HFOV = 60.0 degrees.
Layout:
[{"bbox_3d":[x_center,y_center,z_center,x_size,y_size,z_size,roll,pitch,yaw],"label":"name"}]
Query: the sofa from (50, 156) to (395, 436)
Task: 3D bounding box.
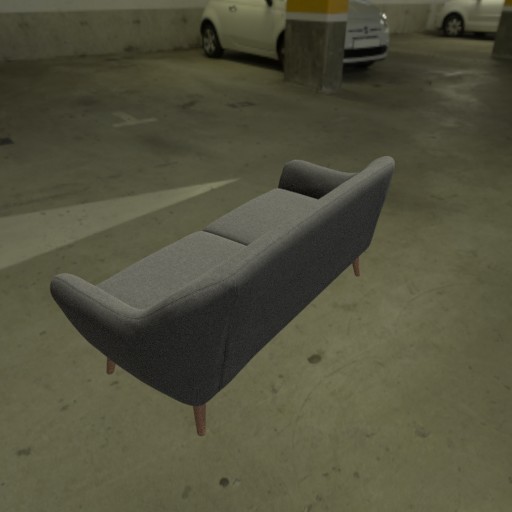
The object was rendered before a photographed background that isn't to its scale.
[{"bbox_3d":[0.000,0.000,2.296,0.820,0.820,1.840,21,36,31],"label":"sofa"}]
